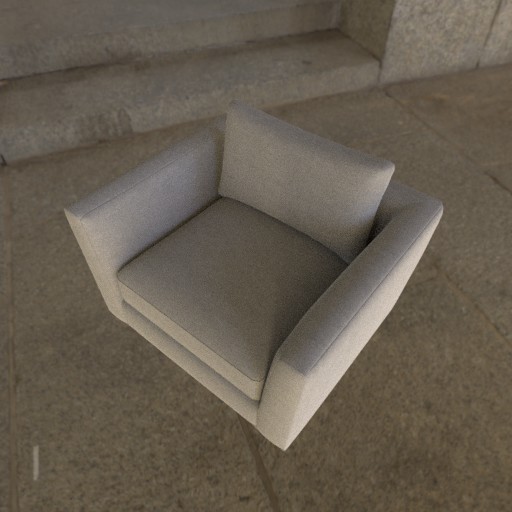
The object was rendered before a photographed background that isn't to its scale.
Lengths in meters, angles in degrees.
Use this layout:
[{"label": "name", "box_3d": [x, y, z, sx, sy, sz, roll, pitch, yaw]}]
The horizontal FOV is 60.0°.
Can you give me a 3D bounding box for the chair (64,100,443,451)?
[{"label": "chair", "box_3d": [0.000, 0.000, 1.728, 1.041, 0.864, 0.889, 31, 54, 26]}]
